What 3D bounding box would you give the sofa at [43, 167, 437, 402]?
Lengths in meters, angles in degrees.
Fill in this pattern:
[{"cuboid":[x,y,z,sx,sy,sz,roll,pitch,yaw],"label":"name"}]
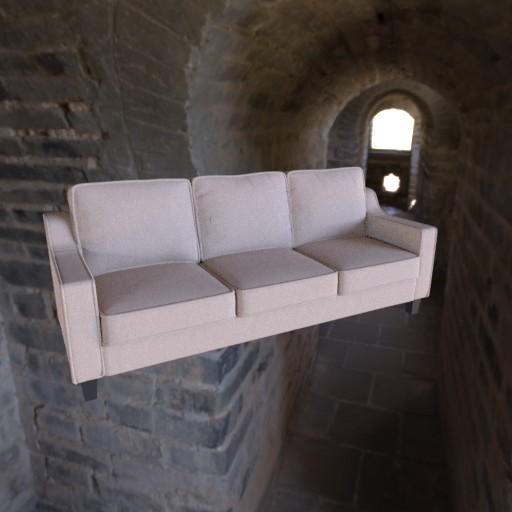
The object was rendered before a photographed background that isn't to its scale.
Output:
[{"cuboid":[0.000,0.000,2.560,2.131,0.902,0.791,-9,19,-26],"label":"sofa"}]
